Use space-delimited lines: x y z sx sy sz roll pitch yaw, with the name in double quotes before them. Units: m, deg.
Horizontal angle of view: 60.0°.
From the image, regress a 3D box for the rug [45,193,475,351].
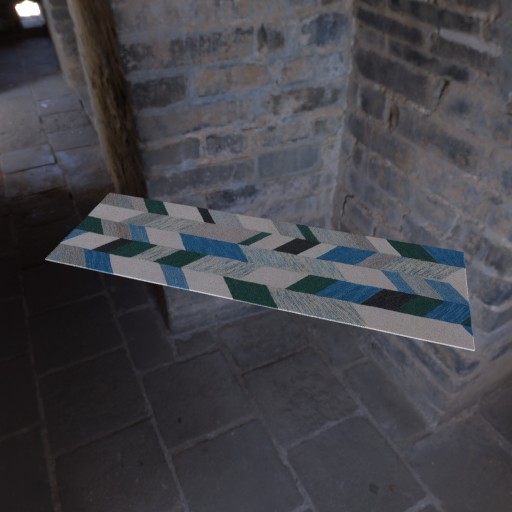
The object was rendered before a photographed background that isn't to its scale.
"rug" 0.000 0.000 2.690 2.437 0.008 0.774 11 42 12
